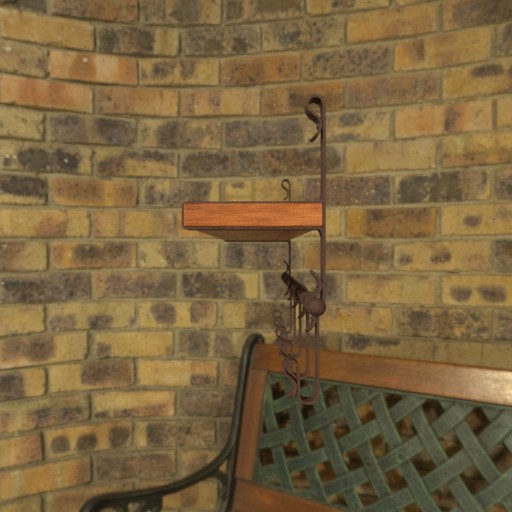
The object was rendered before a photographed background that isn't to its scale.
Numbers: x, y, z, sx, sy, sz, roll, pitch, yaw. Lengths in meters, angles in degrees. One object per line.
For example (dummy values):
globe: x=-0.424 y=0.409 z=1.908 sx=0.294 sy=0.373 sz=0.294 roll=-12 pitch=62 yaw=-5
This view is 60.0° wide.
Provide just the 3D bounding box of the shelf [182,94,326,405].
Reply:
shelf: x=0.000 y=0.000 z=0.714 sx=0.146 sy=0.330 sz=0.567 roll=0 pitch=0 yaw=1
